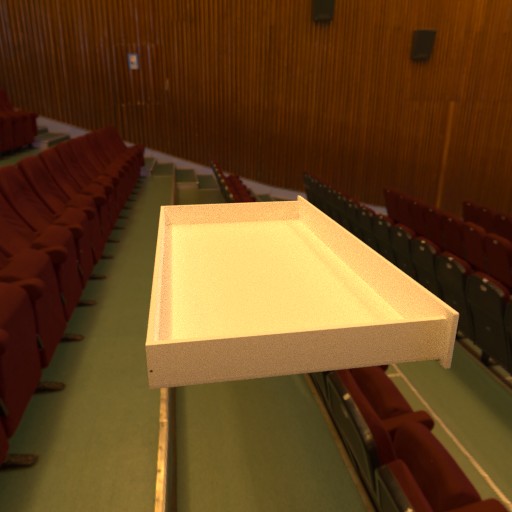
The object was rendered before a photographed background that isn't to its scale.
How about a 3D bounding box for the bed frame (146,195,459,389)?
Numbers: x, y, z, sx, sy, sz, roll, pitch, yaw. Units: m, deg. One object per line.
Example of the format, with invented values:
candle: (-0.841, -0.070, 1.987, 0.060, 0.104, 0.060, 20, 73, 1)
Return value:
bed frame: (0.000, 0.000, 1.536, 0.670, 0.141, 1.300, -3, 20, -10)
